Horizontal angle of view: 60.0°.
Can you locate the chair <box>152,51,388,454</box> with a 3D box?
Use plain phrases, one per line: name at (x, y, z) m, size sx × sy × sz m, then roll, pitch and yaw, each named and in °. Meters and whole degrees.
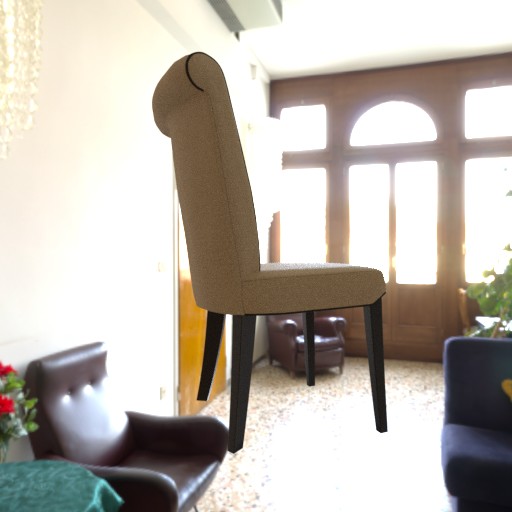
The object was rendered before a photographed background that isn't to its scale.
chair at (0.000, 0.000, 1.375) m, size 0.623 × 0.997 × 0.522 m, roll 0°, pitch 0°, yaw -19°
